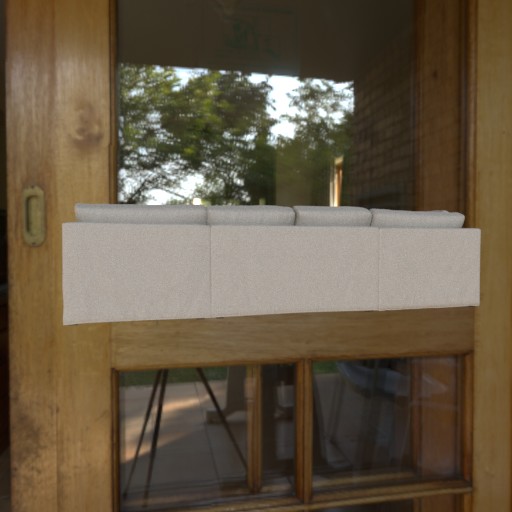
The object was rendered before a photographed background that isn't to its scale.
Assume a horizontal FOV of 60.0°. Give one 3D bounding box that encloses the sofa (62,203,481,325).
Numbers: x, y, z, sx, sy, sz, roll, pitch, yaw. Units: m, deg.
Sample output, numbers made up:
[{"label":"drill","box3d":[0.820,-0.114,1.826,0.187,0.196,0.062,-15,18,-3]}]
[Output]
[{"label":"sofa","box3d":[0.000,0.000,4.601,3.460,0.882,2.427,0,1,-16]}]
